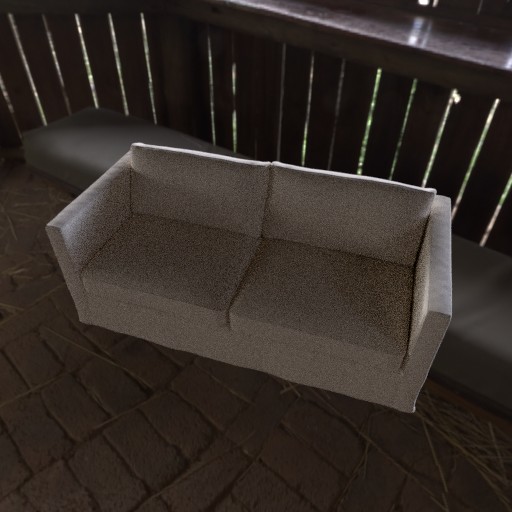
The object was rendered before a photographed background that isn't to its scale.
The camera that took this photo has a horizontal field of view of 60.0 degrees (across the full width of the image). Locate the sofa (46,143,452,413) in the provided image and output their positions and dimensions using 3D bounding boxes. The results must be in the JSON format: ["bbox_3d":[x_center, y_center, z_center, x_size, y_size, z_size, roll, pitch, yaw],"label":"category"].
[{"bbox_3d":[0.000,0.000,2.520,1.987,0.870,0.940,12,43,13],"label":"sofa"}]
